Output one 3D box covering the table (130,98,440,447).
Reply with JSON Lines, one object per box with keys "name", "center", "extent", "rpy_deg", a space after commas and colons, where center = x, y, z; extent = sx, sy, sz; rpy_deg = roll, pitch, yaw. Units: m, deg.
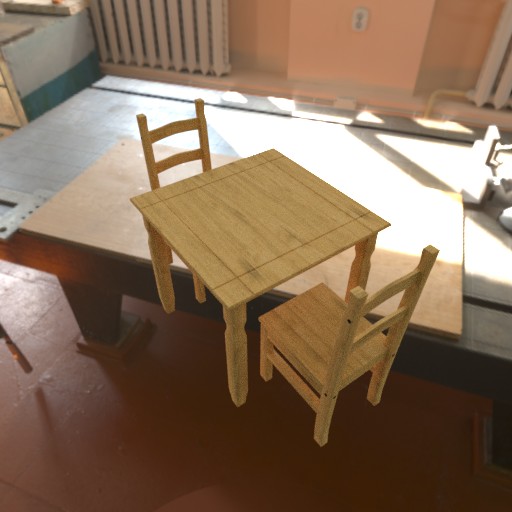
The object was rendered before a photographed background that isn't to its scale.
{"name": "table", "center": [0.000, 0.000, 2.094], "extent": [0.813, 0.942, 1.501], "rpy_deg": [-26, 48, -26]}
